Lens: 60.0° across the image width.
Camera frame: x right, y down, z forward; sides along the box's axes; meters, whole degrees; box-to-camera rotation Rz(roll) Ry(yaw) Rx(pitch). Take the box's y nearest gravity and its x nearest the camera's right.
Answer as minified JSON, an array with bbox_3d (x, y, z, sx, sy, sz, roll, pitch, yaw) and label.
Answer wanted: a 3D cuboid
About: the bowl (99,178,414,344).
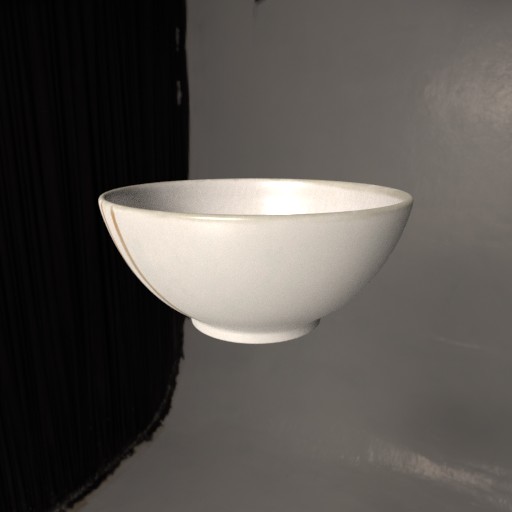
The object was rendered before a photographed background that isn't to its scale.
[{"bbox_3d":[0.000,0.000,0.413,0.268,0.121,0.268,0,15,0],"label":"bowl"}]
